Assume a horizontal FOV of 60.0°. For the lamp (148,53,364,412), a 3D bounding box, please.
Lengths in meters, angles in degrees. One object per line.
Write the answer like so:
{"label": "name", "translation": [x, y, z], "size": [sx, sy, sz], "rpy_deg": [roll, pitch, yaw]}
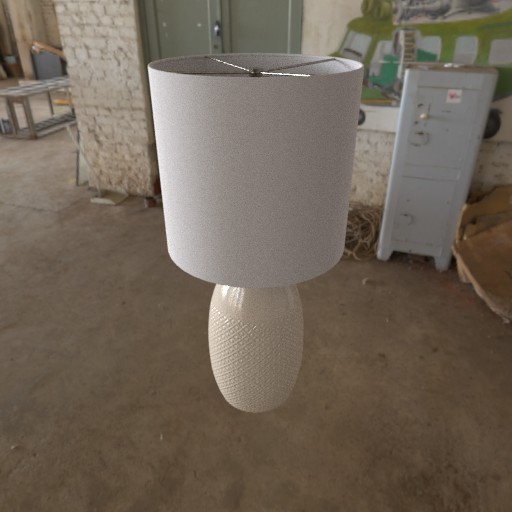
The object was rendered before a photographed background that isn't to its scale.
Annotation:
{"label": "lamp", "translation": [0.000, 0.000, 0.564], "size": [0.217, 0.453, 0.217], "rpy_deg": [-18, 34, -29]}
